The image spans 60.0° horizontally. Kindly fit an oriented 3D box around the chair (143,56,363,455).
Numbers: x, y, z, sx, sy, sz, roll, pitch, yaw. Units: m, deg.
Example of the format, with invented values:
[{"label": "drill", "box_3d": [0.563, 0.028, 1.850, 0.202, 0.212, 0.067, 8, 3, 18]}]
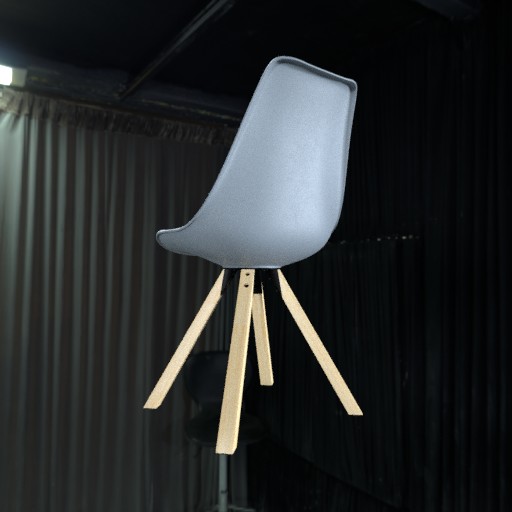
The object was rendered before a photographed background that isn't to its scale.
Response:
[{"label": "chair", "box_3d": [0.000, 0.000, 1.211, 0.485, 0.850, 0.549, 1, -2, -37]}]
